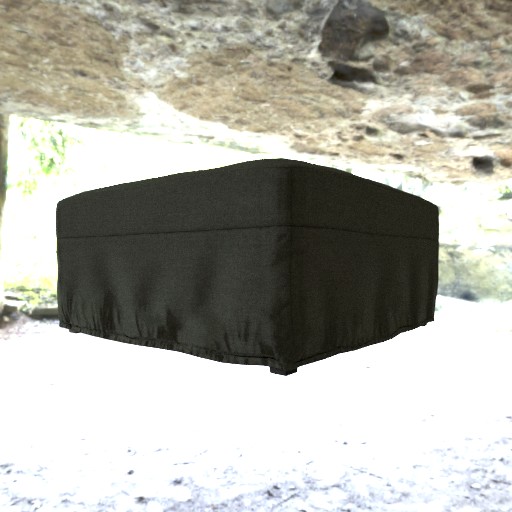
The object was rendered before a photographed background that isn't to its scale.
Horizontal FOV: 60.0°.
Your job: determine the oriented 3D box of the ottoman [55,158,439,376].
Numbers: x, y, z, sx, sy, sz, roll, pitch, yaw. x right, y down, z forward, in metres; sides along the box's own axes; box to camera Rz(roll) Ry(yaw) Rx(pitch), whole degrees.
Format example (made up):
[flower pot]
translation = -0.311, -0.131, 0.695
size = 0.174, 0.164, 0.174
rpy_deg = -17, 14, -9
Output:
[ottoman]
translation = 0.000, 0.000, 1.323
size = 0.840, 0.436, 0.843
rpy_deg = 0, 0, 39
